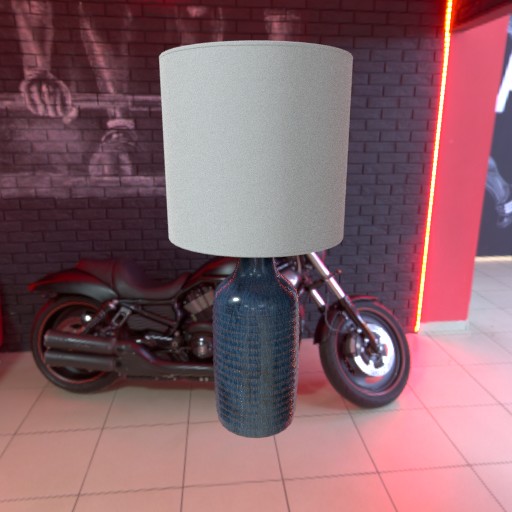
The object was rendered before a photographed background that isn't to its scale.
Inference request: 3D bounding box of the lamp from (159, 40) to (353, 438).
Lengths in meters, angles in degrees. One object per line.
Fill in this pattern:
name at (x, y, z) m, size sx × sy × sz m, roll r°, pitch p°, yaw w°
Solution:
lamp at (0.000, 0.000, 0.579) m, size 0.220 × 0.475 × 0.220 m, roll 8°, pitch 17°, yaw 26°
